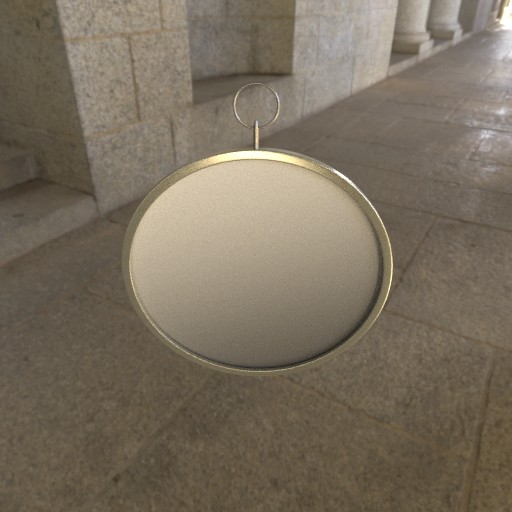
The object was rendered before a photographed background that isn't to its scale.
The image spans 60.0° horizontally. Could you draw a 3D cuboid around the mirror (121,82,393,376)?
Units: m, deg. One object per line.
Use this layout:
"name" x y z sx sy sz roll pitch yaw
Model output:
"mirror" 0.000 0.000 0.960 0.594 0.713 0.020 1 31 2
